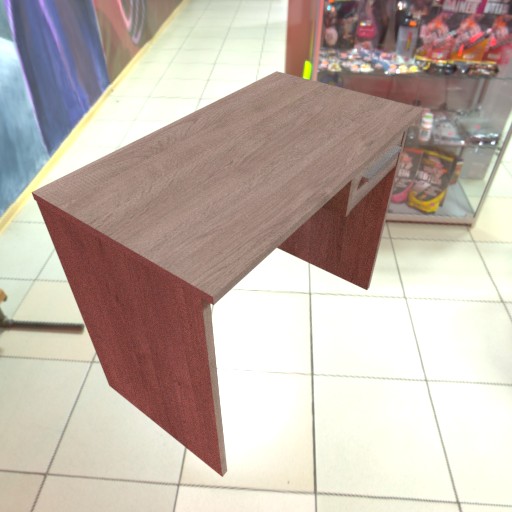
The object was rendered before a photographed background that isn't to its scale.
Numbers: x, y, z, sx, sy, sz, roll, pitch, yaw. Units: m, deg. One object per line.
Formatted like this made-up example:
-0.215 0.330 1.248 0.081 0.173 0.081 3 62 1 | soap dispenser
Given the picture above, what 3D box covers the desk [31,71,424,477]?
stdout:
0.000 0.000 1.316 0.498 0.724 0.893 26 48 27 | desk
